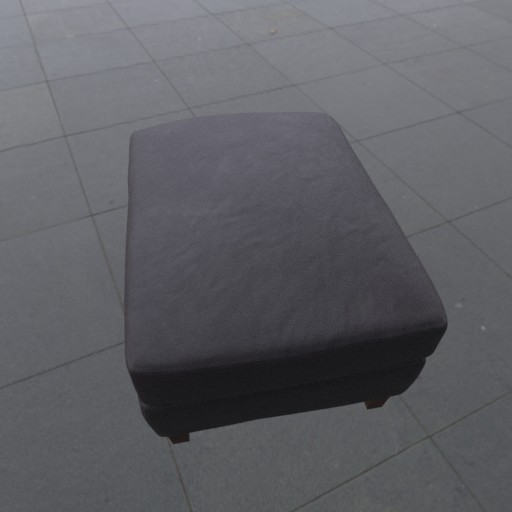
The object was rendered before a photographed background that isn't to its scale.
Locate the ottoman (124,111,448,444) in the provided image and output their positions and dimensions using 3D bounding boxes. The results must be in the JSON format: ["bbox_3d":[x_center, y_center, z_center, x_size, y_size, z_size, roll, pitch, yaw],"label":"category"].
[{"bbox_3d":[0.000,0.000,1.248,0.659,0.529,0.887,-8,47,-7],"label":"ottoman"}]
